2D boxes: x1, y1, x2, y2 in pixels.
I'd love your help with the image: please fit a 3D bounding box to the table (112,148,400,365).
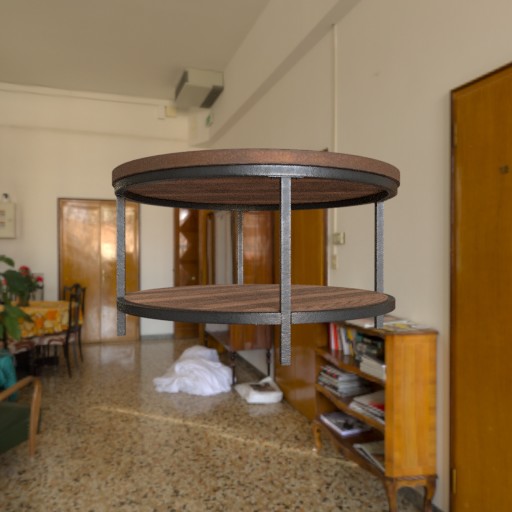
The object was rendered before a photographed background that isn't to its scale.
[{"bbox_3d":[0.000,0.000,1.355,0.837,0.462,0.837,0,1,0],"label":"table"}]
